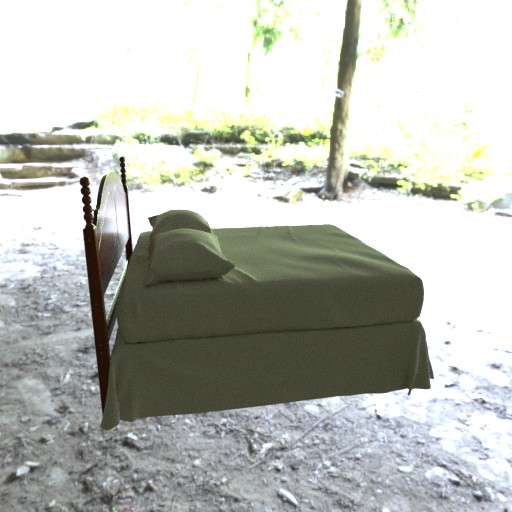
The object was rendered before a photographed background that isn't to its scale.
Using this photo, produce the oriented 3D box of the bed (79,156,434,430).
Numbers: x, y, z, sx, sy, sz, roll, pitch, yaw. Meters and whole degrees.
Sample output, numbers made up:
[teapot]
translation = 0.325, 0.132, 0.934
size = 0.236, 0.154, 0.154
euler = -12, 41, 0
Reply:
[bed]
translation = 0.000, 0.000, 3.256
size = 2.040, 1.356, 1.873
euler = -3, 16, -9
